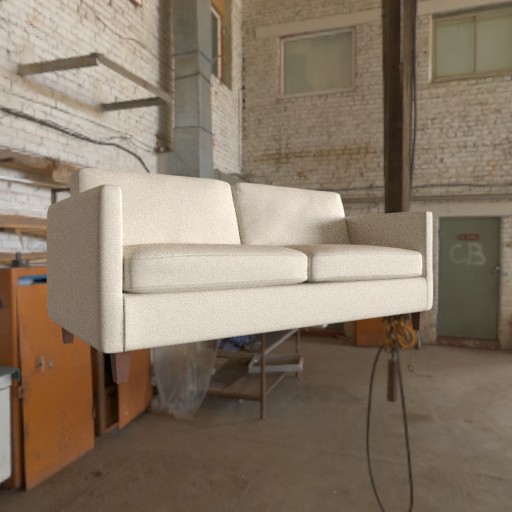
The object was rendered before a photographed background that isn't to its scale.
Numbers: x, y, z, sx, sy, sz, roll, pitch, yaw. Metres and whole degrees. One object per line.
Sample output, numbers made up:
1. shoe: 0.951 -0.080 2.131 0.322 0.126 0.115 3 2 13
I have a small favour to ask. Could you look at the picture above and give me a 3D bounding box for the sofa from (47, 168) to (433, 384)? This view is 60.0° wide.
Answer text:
1. sofa: 0.000 0.000 2.453 1.981 0.889 0.965 -1 1 -35
